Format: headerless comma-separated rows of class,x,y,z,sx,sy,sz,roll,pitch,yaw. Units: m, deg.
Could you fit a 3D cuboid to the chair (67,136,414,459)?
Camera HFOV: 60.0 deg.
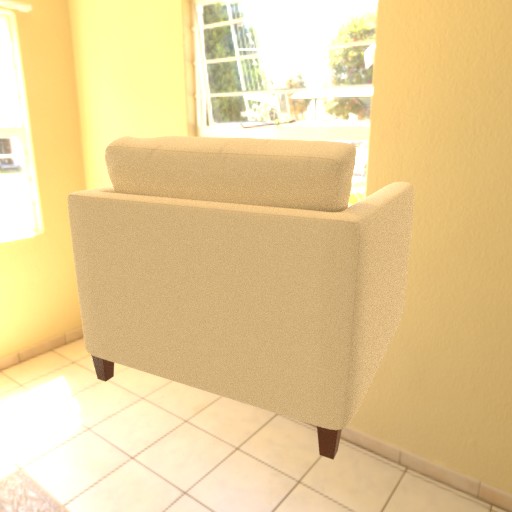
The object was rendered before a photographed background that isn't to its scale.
chair,0.000,0.000,1.684,1.019,0.885,0.878,8,18,26
